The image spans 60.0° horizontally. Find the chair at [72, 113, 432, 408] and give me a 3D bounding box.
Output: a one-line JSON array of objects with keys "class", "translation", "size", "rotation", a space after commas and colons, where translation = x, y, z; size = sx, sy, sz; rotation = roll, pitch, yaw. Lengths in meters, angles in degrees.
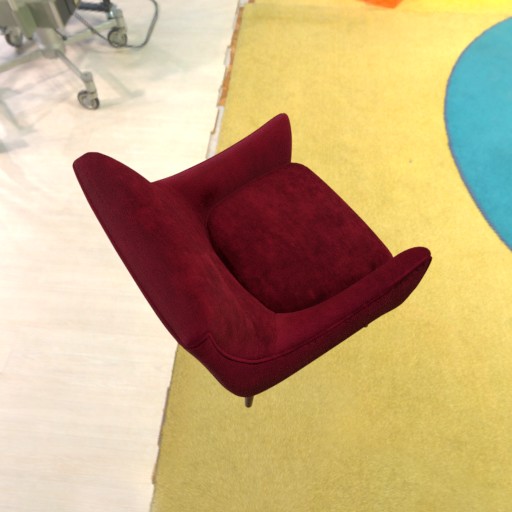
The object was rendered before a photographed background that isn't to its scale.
[{"class": "chair", "translation": [0.000, 0.000, 1.462], "size": [0.787, 0.838, 0.762], "rotation": [-30, 62, -17]}]
